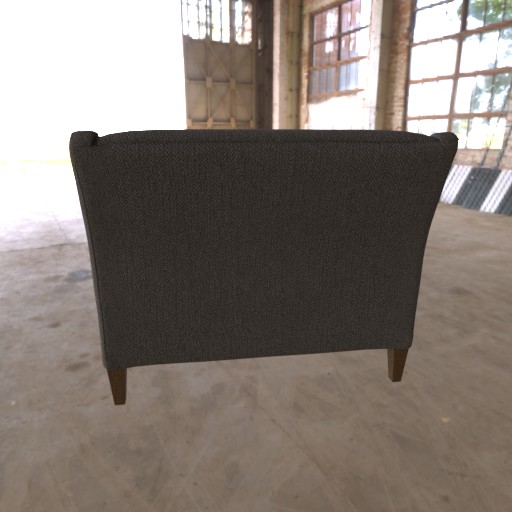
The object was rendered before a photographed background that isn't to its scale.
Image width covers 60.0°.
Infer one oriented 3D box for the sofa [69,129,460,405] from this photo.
[{"bbox_3d":[0.000,0.000,1.878,1.242,1.022,0.873,-2,15,-8],"label":"sofa"}]
